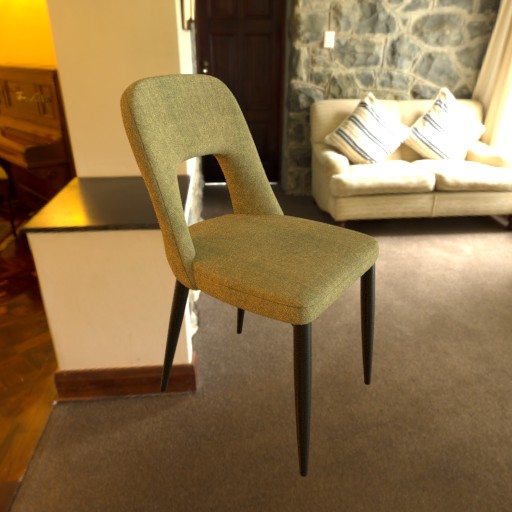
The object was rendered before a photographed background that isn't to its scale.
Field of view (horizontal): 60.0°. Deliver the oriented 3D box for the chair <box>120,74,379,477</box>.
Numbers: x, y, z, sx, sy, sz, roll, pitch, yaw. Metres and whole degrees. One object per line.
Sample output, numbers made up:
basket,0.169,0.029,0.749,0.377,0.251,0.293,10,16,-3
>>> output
chair,0.000,0.000,1.248,0.612,0.931,0.470,17,30,32
